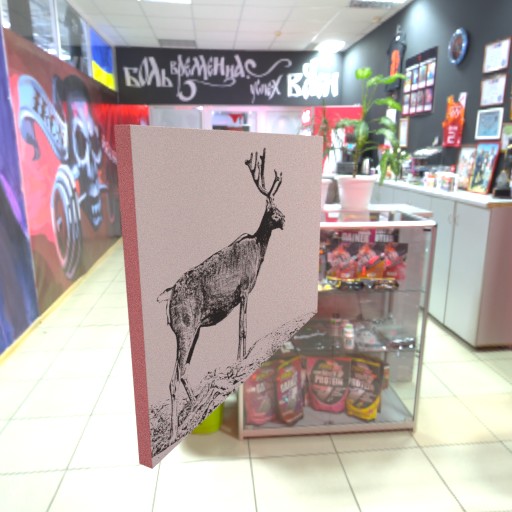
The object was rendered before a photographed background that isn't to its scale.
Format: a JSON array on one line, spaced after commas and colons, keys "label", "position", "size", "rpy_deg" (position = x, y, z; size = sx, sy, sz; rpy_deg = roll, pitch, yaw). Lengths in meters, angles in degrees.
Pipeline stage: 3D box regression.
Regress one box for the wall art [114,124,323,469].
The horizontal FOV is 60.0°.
[{"label": "wall art", "position": [0.000, 0.000, 1.151], "size": [0.033, 0.617, 0.906], "rpy_deg": [7, 16, 26]}]
